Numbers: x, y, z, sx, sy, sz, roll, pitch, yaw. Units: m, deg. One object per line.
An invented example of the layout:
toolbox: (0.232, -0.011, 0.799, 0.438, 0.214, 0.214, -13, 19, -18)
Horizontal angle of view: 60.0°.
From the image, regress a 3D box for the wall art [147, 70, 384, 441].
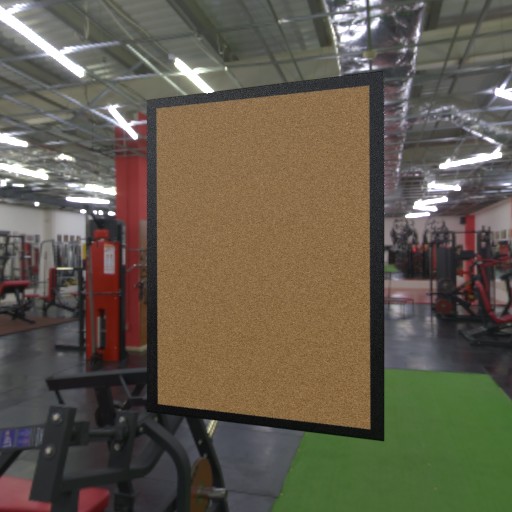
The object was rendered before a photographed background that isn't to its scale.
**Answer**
wall art: (0.000, 0.000, 1.271, 0.707, 0.967, 0.013, 0, 0, 18)
